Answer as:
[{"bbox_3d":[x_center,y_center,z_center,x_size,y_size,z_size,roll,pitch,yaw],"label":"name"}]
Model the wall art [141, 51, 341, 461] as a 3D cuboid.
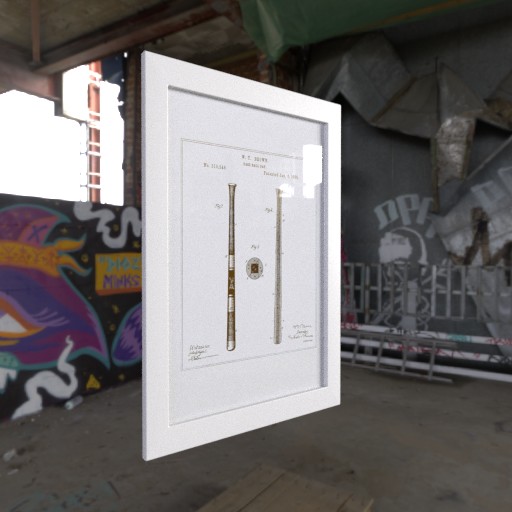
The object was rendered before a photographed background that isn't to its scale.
[{"bbox_3d":[0.000,0.000,0.620,0.329,0.482,0.011,-1,1,-36],"label":"wall art"}]
